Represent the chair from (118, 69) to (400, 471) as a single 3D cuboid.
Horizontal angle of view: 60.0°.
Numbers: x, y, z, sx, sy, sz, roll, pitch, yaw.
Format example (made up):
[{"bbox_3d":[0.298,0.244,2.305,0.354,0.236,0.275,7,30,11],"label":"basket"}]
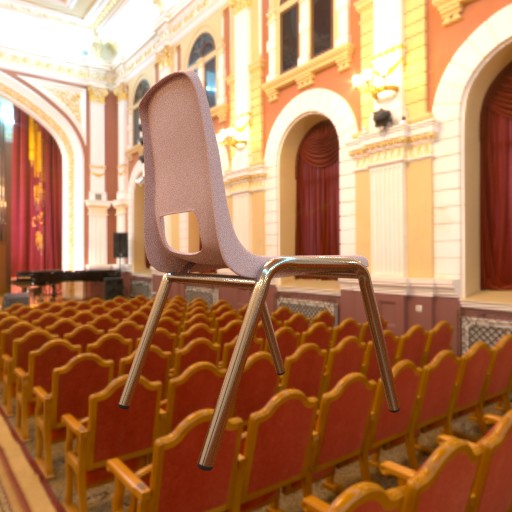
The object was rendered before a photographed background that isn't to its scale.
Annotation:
[{"bbox_3d":[0.000,0.000,0.848,0.423,0.586,0.354,0,0,-37],"label":"chair"}]
